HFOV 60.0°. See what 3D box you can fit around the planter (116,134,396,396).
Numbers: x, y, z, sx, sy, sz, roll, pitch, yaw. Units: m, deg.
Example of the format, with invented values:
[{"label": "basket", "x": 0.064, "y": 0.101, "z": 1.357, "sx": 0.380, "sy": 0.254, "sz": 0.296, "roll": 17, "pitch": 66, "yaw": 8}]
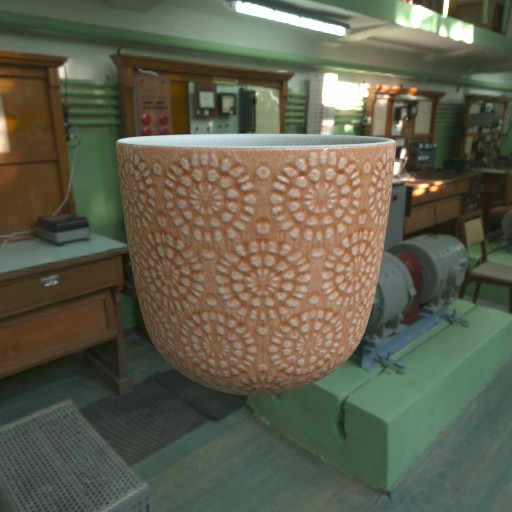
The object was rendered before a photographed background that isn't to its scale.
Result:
[{"label": "planter", "x": 0.000, "y": 0.000, "z": 0.370, "sx": 0.208, "sy": 0.190, "sz": 0.208, "roll": 0, "pitch": 17, "yaw": 0}]
